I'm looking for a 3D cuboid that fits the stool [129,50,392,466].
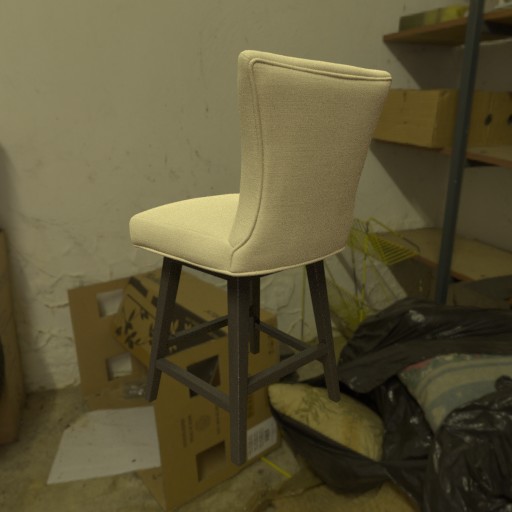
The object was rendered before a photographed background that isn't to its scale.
[{"bbox_3d":[0.000,0.000,1.289,0.514,1.000,0.574,-14,21,-41],"label":"stool"}]
